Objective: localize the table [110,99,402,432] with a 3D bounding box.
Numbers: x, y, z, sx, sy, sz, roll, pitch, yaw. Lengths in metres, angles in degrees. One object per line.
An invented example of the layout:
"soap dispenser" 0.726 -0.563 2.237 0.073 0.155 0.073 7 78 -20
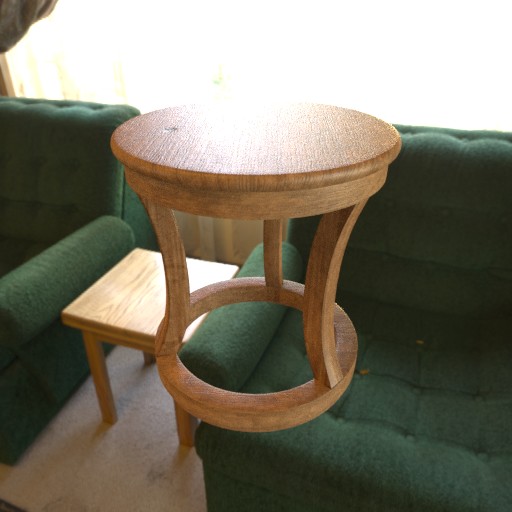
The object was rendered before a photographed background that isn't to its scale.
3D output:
"table" 0.000 0.000 0.796 0.432 0.460 0.432 0 31 0
